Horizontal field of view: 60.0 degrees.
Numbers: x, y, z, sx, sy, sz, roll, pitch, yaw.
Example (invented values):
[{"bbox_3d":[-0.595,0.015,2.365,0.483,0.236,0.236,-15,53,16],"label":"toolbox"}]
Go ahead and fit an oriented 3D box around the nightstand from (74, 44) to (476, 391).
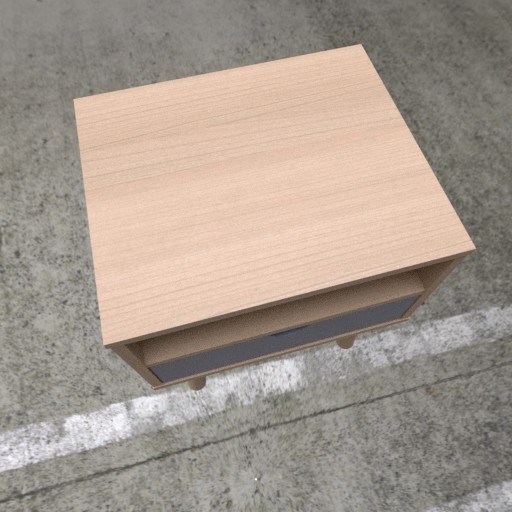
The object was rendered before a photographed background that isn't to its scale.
[{"bbox_3d":[0.000,0.000,0.830,0.450,0.530,0.380,-14,64,-7],"label":"nightstand"}]
